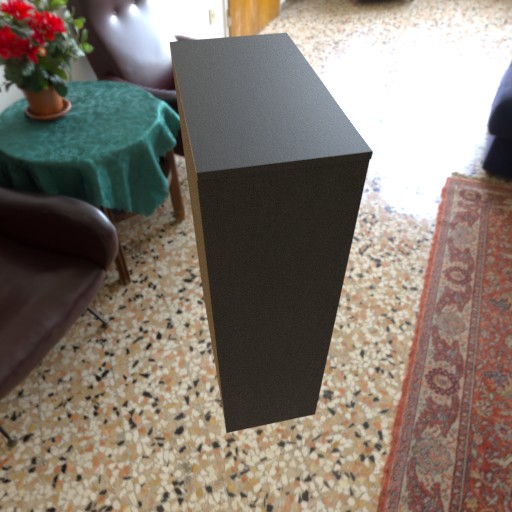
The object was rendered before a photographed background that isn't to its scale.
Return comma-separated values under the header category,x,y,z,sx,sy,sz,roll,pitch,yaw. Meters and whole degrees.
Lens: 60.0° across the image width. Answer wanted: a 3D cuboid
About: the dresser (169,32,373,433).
category,x,y,z,sx,sy,sz,roll,pitch,yaw
dresser,0.000,0.000,1.592,0.399,1.255,0.704,-9,46,-8
